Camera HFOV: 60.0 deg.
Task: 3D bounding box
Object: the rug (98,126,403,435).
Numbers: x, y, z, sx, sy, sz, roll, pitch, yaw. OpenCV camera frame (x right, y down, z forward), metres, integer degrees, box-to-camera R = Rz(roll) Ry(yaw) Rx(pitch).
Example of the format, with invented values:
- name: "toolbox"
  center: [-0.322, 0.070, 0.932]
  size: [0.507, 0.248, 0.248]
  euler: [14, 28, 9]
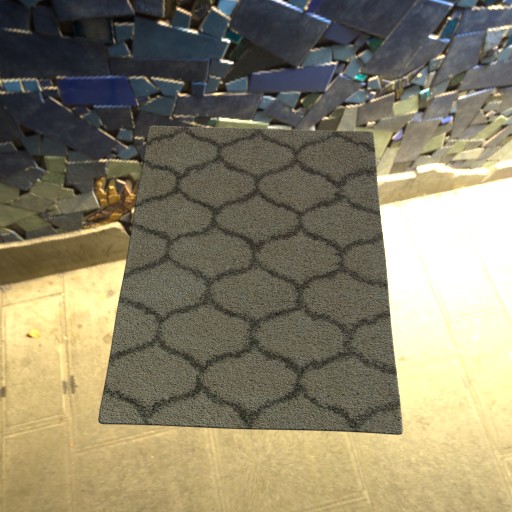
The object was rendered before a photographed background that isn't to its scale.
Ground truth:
- name: "rug"
  center: [0.000, 0.000, 4.102]
  size: [2.399, 0.026, 3.000]
  euler: [2, 65, 1]
